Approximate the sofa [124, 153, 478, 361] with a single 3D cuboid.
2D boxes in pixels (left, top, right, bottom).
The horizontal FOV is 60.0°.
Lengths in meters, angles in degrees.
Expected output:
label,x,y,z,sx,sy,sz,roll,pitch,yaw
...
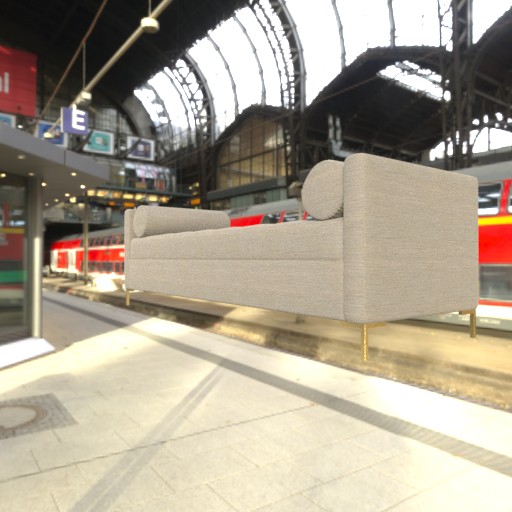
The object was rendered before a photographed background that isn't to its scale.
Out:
label,x,y,z,sx,sy,sz,roll,pitch,yaw
sofa,0.000,0.000,2.301,0.686,0.635,1.981,0,0,-37
